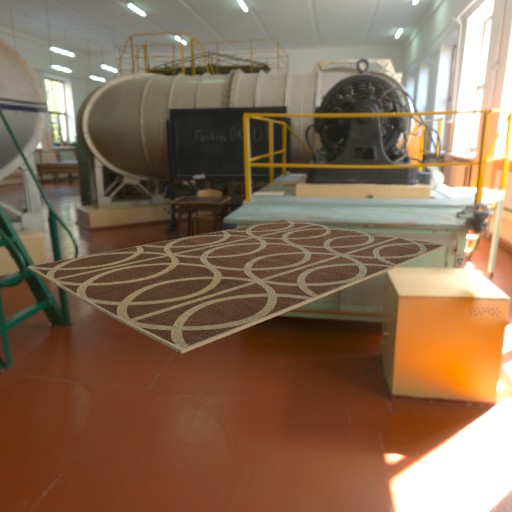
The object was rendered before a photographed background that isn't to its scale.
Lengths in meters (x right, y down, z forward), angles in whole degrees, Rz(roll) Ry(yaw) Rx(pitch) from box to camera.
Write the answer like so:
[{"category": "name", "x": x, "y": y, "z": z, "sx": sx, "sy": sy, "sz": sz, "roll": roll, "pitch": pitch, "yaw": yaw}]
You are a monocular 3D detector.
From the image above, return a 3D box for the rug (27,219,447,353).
[{"category": "rug", "x": 0.000, "y": 0.000, "z": 2.841, "sx": 1.526, "sy": 0.014, "sz": 2.290, "roll": 14, "pitch": 20, "yaw": 43}]
